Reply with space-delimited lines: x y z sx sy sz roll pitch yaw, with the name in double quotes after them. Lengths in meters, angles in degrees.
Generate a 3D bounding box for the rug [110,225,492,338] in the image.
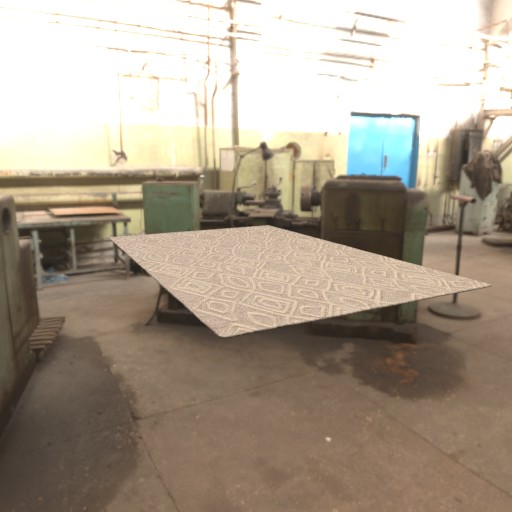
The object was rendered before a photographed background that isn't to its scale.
0.000 0.000 3.033 1.546 0.010 2.442 -6 14 -27 "rug"
